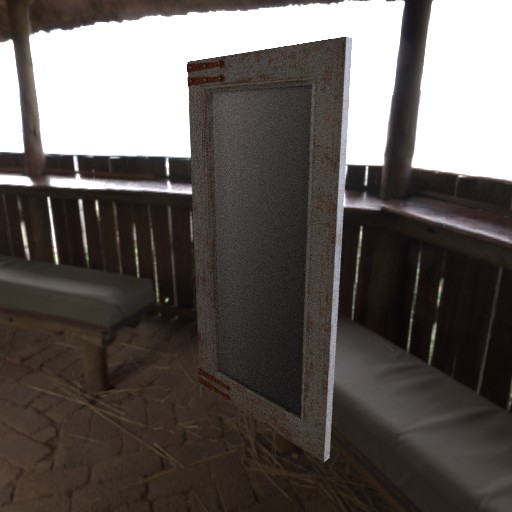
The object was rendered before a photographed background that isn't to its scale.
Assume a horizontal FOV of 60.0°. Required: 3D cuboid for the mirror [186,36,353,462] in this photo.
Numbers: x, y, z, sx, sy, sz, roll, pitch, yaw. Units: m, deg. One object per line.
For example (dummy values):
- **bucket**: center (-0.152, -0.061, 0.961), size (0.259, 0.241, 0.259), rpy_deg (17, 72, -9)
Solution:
- **mirror**: center (0.000, 0.000, 1.087), size (0.472, 0.922, 0.027), rpy_deg (16, 23, 42)
